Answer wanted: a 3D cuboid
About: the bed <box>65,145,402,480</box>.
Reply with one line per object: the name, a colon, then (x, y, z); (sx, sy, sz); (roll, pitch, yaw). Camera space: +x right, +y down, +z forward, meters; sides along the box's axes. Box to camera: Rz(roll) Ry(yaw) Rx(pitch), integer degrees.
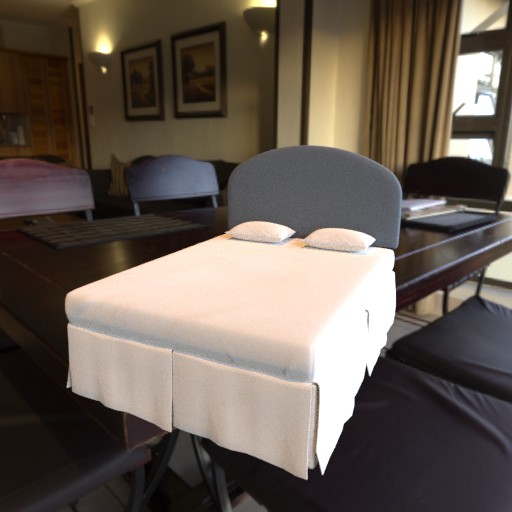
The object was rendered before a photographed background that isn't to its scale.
bed: (0.000, 0.000, 2.955); (1.607, 1.410, 2.005); (7, 16, 26)
